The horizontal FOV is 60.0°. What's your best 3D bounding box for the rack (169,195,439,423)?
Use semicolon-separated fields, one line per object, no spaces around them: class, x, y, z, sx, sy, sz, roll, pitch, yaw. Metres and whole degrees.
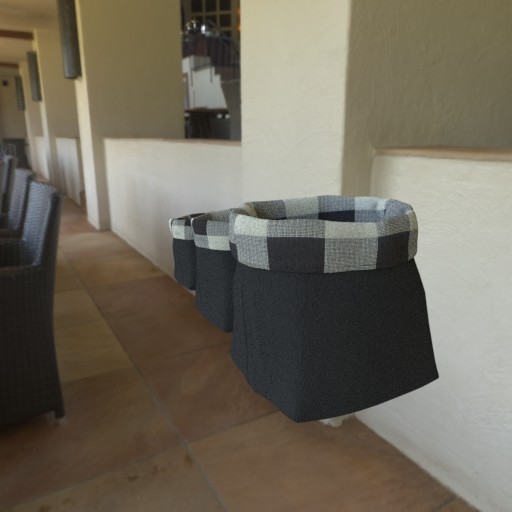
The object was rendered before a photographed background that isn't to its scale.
rack;0.000;0.000;1.089;0.370;0.329;0.889;-8;17;-26
